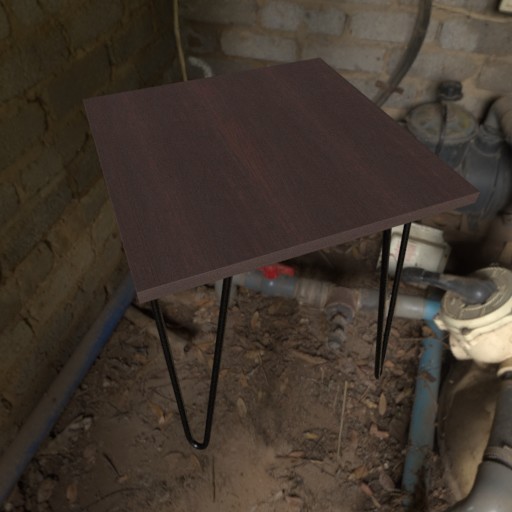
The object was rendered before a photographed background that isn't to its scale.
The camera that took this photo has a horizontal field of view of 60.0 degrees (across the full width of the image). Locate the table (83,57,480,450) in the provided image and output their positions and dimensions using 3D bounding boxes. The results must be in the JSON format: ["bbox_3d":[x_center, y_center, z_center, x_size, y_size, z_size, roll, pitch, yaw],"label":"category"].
[{"bbox_3d":[0.000,0.000,0.933,0.495,0.559,0.495,-16,49,-15],"label":"table"}]
